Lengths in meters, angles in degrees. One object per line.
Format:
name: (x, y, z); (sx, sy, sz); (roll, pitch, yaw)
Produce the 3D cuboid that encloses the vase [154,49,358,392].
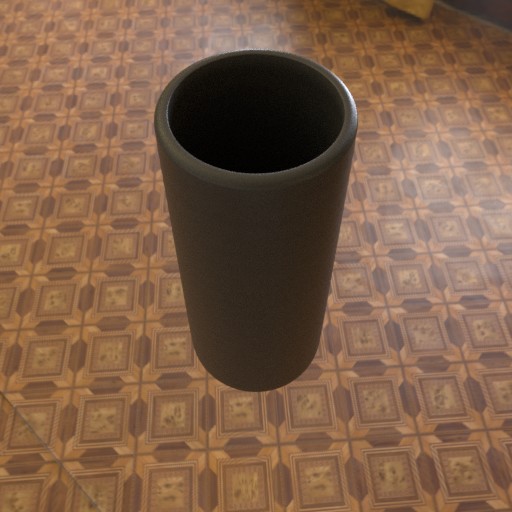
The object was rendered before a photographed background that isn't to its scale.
vase: (0.000, 0.000, 0.350); (0.136, 0.289, 0.136); (-32, 63, -18)
